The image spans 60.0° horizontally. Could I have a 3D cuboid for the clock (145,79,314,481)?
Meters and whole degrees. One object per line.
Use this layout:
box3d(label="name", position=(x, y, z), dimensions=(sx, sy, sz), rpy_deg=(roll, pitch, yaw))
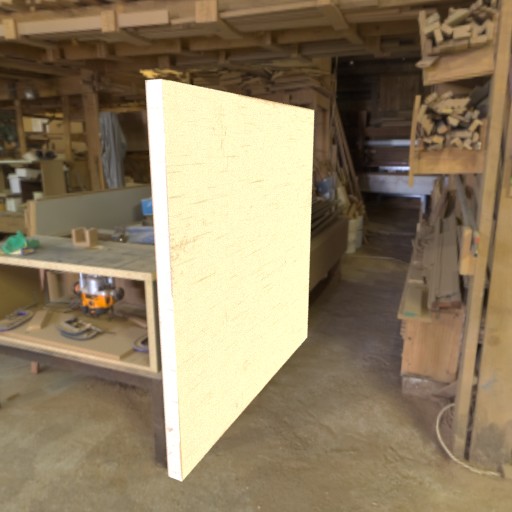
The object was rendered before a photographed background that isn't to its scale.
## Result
box3d(label="clock", position=(0.000, 0.000, 1.056), dimensions=(0.032, 0.705, 0.705), rpy_deg=(7, 16, 25))
